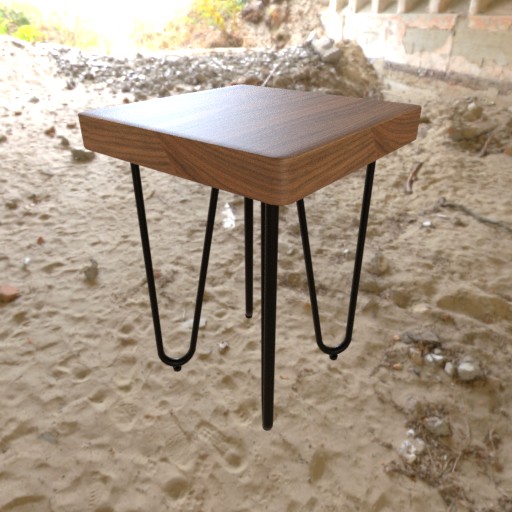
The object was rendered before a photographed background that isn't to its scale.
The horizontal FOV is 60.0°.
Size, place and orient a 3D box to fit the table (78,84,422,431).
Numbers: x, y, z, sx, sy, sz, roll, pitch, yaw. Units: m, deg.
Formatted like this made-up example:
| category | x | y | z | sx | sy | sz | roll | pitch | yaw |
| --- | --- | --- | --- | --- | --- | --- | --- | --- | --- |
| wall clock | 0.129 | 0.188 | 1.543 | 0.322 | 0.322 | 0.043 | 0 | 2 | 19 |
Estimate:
| category | x | y | z | sx | sy | sz | roll | pitch | yaw |
| --- | --- | --- | --- | --- | --- | --- | --- | --- | --- |
| table | 0.000 | 0.000 | 1.001 | 0.479 | 0.641 | 0.480 | 21 | 35 | 33 |
